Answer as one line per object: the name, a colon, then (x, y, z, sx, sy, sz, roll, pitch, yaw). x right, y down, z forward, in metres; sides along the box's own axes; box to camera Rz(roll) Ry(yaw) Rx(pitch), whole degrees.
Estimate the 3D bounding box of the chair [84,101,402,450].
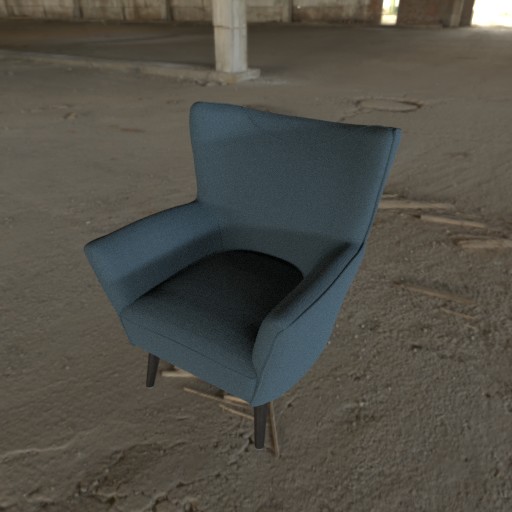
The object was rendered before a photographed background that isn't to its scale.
chair: (0.000, 0.000, 1.591, 0.781, 0.933, 0.888, 18, 35, 28)
